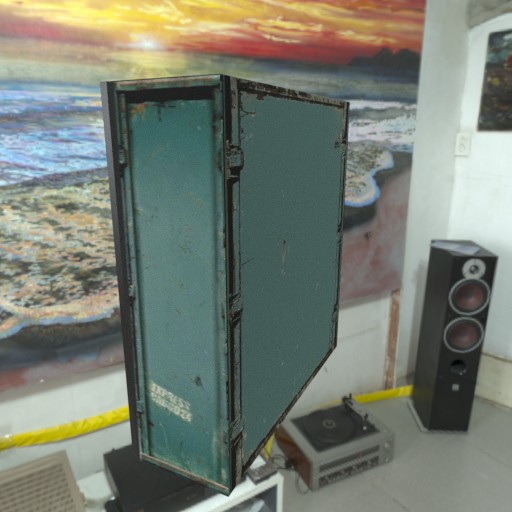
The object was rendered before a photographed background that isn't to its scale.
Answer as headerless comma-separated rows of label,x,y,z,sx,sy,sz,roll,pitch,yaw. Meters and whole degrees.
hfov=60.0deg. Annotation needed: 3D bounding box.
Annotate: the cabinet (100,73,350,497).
cabinet,0.000,0.000,3.145,0.680,2.160,2.000,8,17,26
